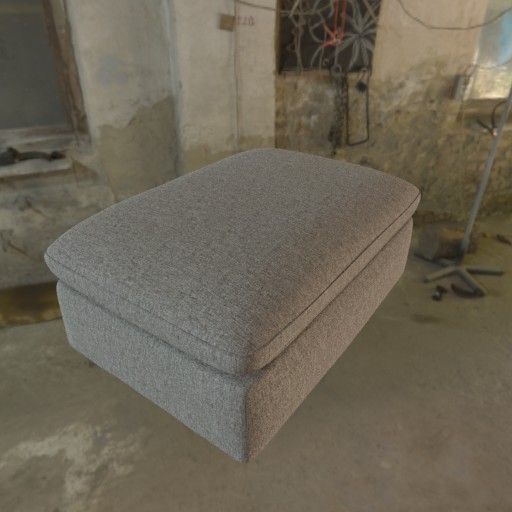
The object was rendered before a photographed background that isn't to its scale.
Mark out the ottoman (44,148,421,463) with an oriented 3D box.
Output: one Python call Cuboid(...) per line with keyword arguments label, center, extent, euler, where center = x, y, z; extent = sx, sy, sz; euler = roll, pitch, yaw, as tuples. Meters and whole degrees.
Cuboid(label="ottoman", center=(0.000, 0.000, 1.346), extent=(0.694, 0.451, 0.977), euler=(21, 37, 30))
